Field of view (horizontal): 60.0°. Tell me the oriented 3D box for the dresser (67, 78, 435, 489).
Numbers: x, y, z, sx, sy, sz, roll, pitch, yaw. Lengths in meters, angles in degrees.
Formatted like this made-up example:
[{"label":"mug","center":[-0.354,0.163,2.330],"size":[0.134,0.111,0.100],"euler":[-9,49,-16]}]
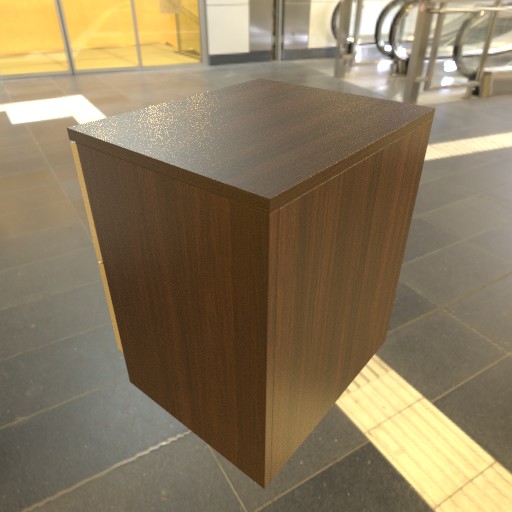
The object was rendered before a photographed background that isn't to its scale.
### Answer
[{"label":"dresser","center":[0.000,0.000,0.750],"size":[0.360,0.470,0.400],"euler":[24,40,32]}]
